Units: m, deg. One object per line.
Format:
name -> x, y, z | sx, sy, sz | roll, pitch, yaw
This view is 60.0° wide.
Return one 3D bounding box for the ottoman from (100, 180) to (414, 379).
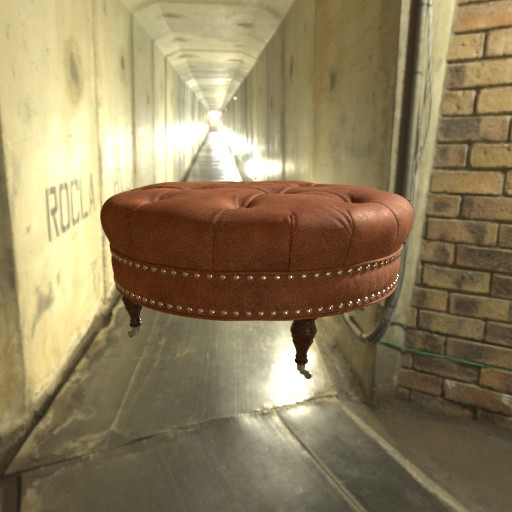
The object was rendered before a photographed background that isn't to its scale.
ottoman -> 0.000, 0.000, 1.372 | 0.901, 0.444, 0.901 | 0, 13, 0
